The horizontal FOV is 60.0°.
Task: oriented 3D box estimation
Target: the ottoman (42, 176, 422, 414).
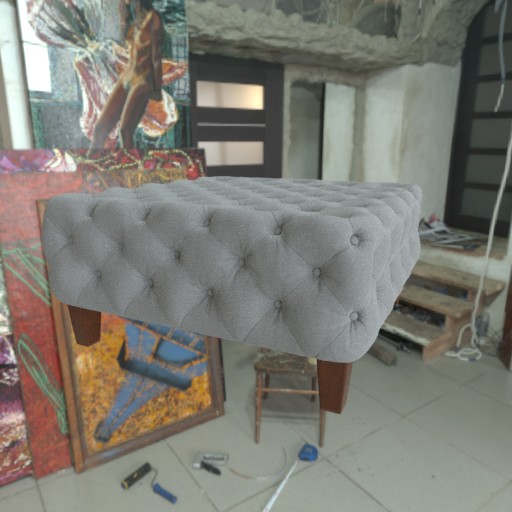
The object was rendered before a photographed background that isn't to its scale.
[{"bbox_3d":[0.000,0.000,1.410,0.911,0.439,0.917,7,16,25],"label":"ottoman"}]
